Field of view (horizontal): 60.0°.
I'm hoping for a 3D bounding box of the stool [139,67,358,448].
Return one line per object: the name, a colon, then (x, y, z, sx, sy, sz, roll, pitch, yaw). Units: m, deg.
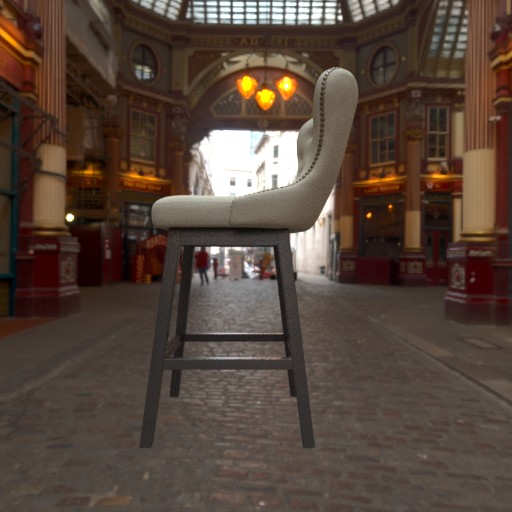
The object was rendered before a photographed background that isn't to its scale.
stool: (0.000, 0.000, 1.334, 0.593, 0.971, 0.528, 0, 0, 0)
